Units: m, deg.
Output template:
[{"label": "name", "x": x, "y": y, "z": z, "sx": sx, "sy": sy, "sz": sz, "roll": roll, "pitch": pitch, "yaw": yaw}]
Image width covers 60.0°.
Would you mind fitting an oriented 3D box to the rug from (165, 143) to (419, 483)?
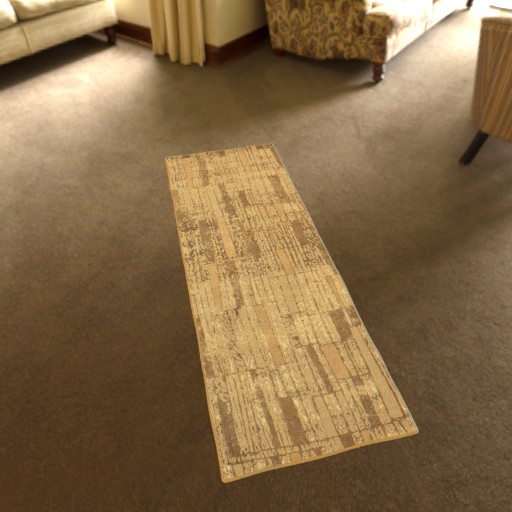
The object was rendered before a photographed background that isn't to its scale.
[{"label": "rug", "x": 0.000, "y": 0.000, "z": 2.625, "sx": 0.857, "sy": 0.018, "sz": 2.383, "roll": -10, "pitch": 46, "yaw": -10}]
